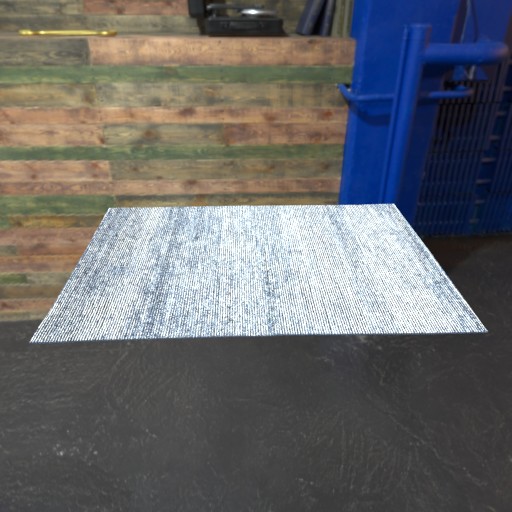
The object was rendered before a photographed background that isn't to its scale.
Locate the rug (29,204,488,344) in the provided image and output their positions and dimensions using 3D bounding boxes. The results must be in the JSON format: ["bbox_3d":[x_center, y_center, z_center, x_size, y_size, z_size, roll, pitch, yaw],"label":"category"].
[{"bbox_3d":[0.000,0.000,2.941,2.349,0.030,1.624,-1,30,-2],"label":"rug"}]
